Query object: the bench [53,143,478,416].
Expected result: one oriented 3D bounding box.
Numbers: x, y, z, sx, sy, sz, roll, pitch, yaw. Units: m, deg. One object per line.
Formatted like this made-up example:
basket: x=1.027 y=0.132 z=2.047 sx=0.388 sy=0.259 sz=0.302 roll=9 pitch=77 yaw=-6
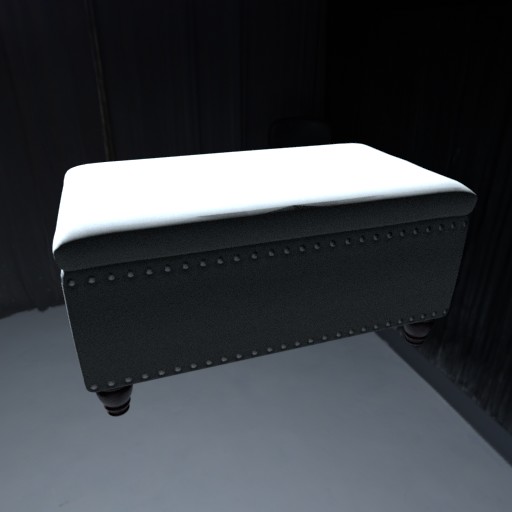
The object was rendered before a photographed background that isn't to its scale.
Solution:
bench: x=0.000 y=0.000 z=1.158 sx=0.887 sy=0.449 sz=0.500 roll=-9 pitch=28 yaw=-17
